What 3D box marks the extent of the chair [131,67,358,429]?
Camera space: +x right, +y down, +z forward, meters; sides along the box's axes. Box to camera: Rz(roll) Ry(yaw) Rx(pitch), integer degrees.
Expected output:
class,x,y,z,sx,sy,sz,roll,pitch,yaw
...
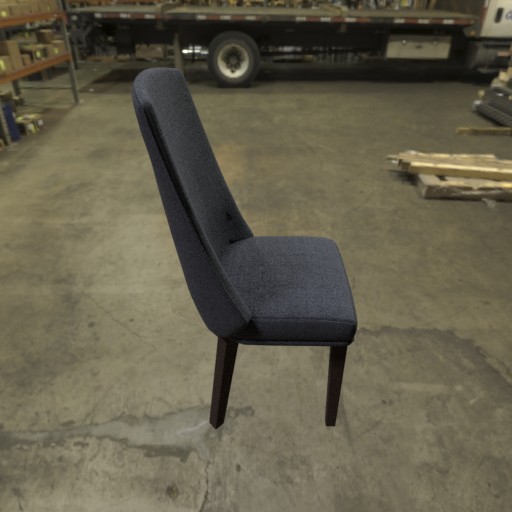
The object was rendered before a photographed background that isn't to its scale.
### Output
class,x,y,z,sx,sy,sz,roll,pitch,yaw
chair,0.000,0.000,1.354,0.577,1.050,0.510,0,32,1
